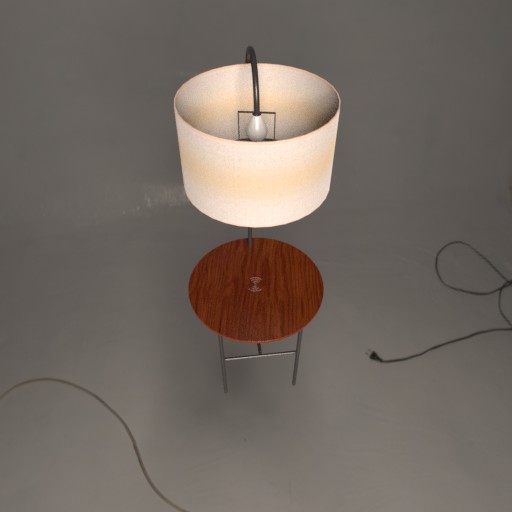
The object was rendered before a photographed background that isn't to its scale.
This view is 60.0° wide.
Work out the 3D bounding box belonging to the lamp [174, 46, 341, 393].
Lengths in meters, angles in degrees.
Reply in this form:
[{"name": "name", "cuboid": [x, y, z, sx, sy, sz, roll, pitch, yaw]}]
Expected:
[{"name": "lamp", "cuboid": [0.000, 0.000, 1.761, 0.573, 1.517, 0.573, 0, 46, 0]}]
